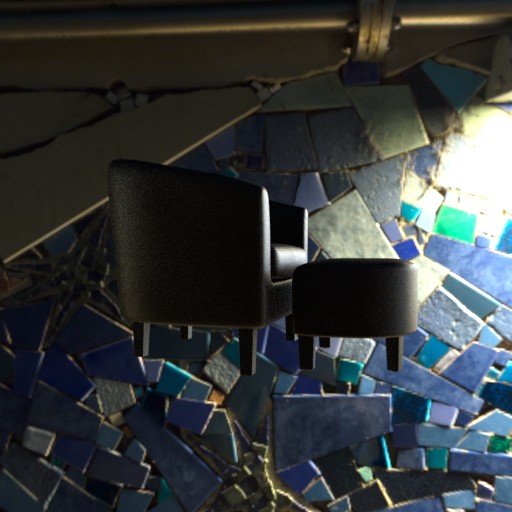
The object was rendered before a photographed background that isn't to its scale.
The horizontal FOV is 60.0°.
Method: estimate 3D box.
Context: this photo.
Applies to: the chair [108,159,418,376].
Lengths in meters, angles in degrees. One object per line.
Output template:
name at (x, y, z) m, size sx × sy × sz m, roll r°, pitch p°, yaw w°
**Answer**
chair at (0.000, 0.000, 1.714) m, size 1.176 × 0.755 × 0.737 m, roll 0°, pitch 0°, yaw 18°
